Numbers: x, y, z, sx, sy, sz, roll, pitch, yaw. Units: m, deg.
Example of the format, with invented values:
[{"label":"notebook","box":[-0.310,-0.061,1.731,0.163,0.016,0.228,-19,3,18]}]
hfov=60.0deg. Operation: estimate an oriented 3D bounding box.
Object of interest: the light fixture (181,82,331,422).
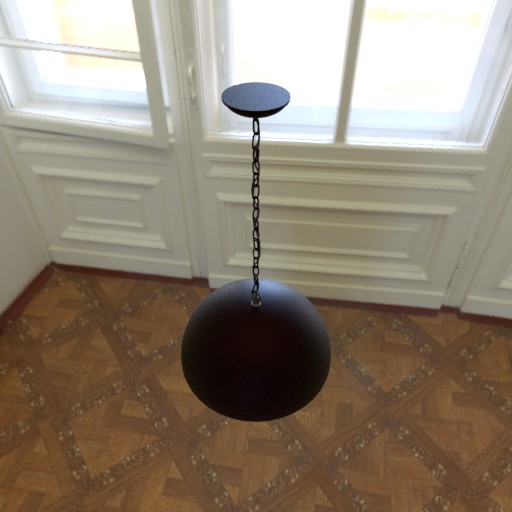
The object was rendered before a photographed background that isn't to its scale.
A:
[{"label":"light fixture","box":[0.000,0.000,1.178,0.492,0.869,0.492,-27,49,-26]}]
